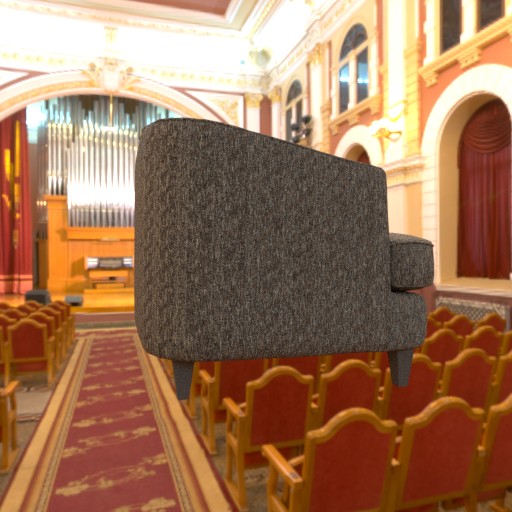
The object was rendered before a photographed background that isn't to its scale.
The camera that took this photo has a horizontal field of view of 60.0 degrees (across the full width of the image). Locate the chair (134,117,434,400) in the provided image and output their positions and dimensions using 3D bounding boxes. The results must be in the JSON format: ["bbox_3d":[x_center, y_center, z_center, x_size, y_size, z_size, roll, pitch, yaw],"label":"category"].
[{"bbox_3d":[0.000,0.000,1.805,0.941,0.852,1.104,0,0,-17],"label":"chair"}]
